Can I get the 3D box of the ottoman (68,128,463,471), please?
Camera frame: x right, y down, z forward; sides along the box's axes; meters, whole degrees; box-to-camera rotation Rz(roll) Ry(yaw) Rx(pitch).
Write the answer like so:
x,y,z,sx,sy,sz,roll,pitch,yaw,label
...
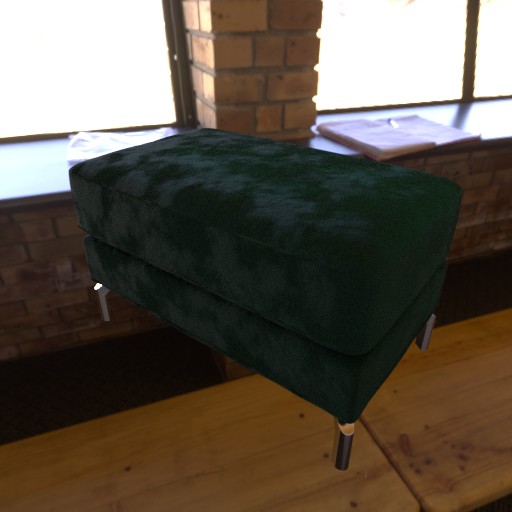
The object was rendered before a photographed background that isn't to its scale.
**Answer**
x,y,z,sx,sy,sz,roll,pitch,yaw,label
0.000,0.000,1.213,0.886,0.533,0.536,21,36,32,ottoman
